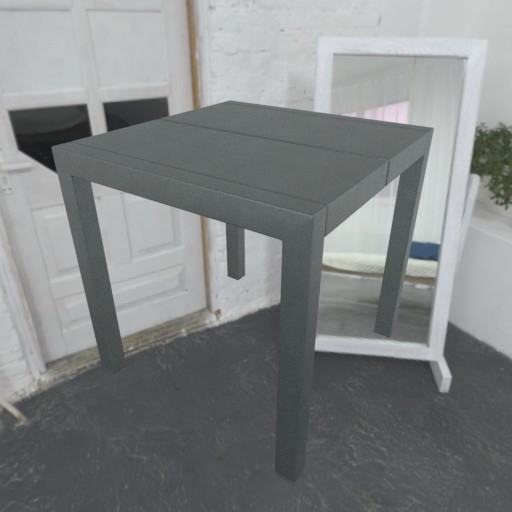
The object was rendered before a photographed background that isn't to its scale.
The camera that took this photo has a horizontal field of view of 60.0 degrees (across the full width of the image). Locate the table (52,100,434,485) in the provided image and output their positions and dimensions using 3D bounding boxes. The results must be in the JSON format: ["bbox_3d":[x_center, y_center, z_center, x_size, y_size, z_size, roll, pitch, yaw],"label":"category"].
[{"bbox_3d":[0.000,0.000,0.943,0.508,0.508,0.508,19,35,29],"label":"table"}]
